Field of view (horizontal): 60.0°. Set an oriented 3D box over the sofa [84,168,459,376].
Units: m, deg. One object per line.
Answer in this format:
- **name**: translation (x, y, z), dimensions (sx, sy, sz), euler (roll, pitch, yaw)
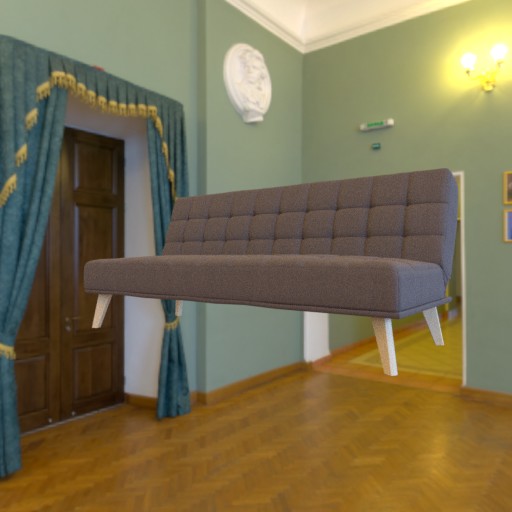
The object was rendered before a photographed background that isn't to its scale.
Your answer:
- **sofa**: translation (0.000, 0.000, 2.307), dimensions (1.800, 0.810, 0.860), euler (0, 0, 36)
